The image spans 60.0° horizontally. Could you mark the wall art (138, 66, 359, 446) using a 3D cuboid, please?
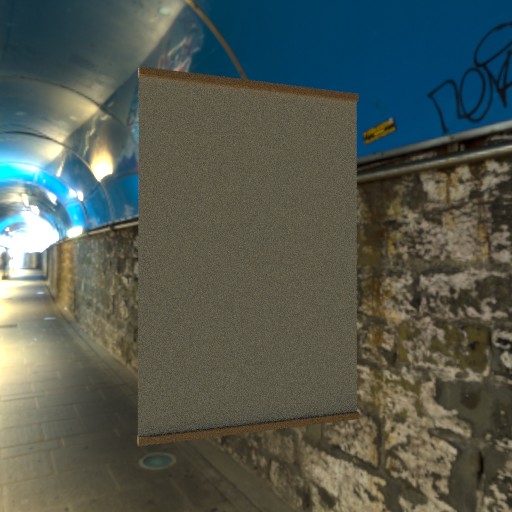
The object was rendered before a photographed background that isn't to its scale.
[{"bbox_3d":[0.000,0.000,1.303,0.669,1.020,0.027,0,0,-18],"label":"wall art"}]
